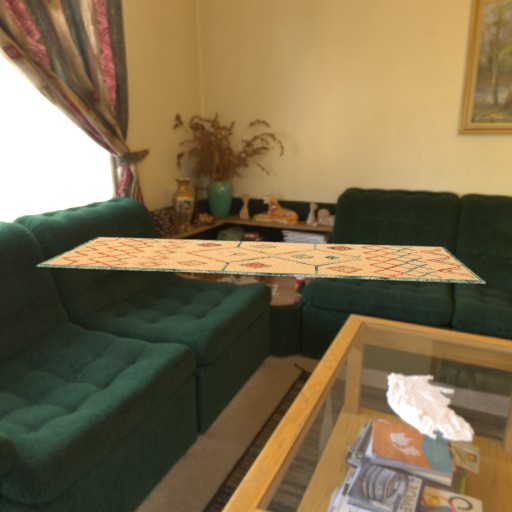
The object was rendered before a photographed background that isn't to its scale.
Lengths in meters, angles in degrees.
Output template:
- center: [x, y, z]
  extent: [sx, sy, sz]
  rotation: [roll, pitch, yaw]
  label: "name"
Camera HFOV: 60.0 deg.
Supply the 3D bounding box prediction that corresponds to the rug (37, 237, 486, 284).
- center: [0.000, 0.000, 2.743]
  extent: [2.435, 0.011, 0.750]
  rotation: [2, 15, 7]
  label: "rug"
